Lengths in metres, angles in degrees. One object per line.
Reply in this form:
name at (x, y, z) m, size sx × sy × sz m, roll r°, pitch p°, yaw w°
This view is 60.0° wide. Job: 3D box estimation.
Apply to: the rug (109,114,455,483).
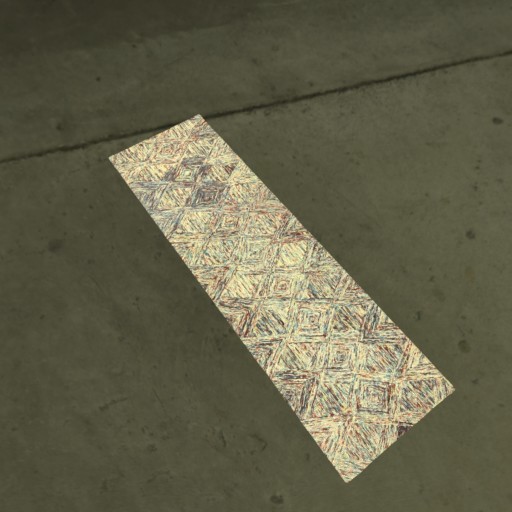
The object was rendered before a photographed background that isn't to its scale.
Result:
rug at (0.000, 0.000, 2.467) m, size 0.688 × 0.015 × 2.292 m, roll -32°, pitch 64°, yaw -17°
